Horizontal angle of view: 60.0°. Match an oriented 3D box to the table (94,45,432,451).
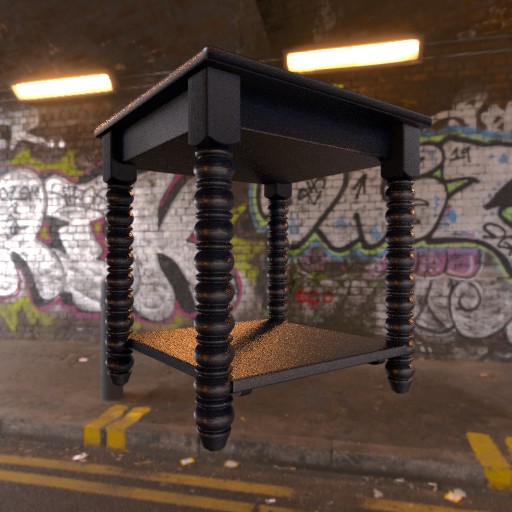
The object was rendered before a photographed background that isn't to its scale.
[{"bbox_3d":[0.000,0.000,0.947,0.533,0.567,0.500,0,0,-37],"label":"table"}]
